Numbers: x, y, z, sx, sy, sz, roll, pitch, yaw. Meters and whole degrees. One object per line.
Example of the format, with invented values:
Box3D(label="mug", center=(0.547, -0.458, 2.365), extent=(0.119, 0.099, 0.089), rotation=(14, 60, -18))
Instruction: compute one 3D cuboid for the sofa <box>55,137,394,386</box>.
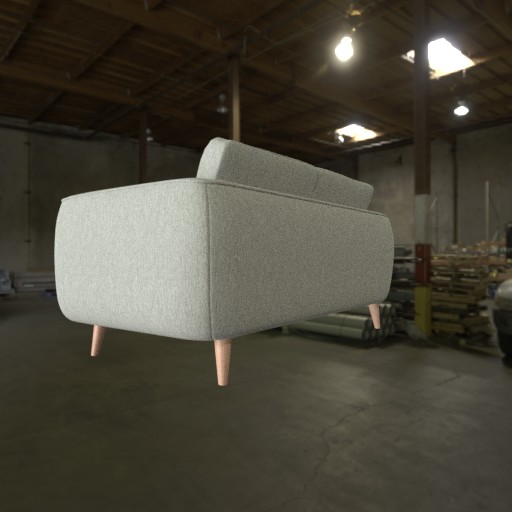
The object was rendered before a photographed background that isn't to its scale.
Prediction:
Box3D(label="sofa", center=(0.000, 0.000, 2.252), extent=(0.920, 0.850, 1.700), rotation=(0, 0, 36))
